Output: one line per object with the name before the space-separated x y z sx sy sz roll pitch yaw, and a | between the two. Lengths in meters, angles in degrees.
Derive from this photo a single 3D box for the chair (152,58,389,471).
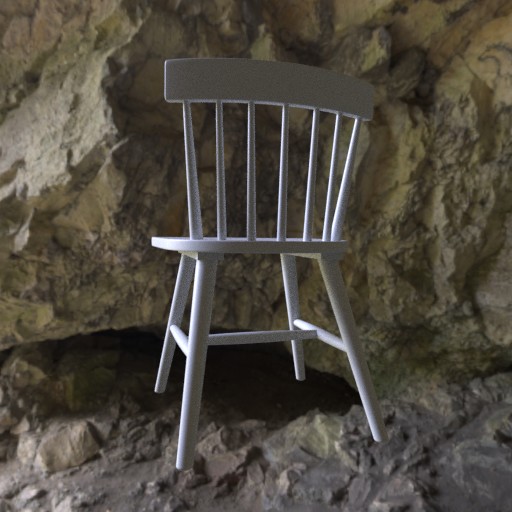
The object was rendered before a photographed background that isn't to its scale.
chair | 0.000 0.000 1.106 0.483 0.787 0.500 0 0 -17
